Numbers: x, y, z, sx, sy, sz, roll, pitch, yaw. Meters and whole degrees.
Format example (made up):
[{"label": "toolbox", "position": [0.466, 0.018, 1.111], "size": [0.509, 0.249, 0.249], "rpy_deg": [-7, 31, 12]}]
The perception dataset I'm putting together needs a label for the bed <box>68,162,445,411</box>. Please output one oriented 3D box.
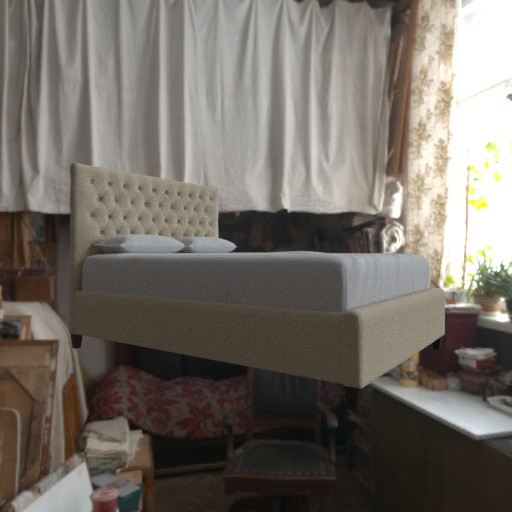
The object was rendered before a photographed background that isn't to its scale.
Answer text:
[{"label": "bed", "position": [0.000, 0.000, 3.411], "size": [2.387, 1.427, 1.698], "rpy_deg": [0, 1, 36]}]
